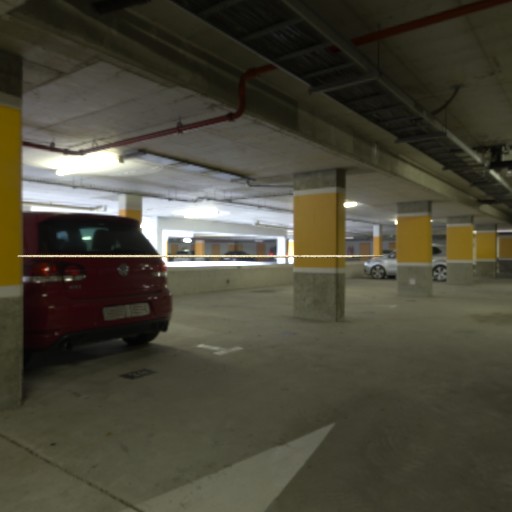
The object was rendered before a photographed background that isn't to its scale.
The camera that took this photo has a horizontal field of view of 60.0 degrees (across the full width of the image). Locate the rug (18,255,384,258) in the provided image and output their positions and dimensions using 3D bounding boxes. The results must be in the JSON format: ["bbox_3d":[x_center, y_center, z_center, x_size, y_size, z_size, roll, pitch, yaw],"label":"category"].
[{"bbox_3d":[0.000,0.000,2.940,1.529,0.009,2.446,0,0,19],"label":"rug"}]
